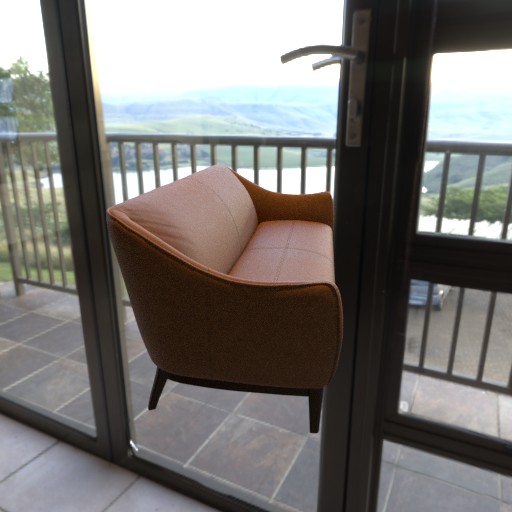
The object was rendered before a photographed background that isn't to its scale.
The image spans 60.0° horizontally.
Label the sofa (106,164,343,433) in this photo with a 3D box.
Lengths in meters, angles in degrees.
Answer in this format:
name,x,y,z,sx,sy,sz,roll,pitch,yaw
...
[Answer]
name,x,y,z,sx,sy,sz,roll,pitch,yaw
sofa,0.000,0.000,2.421,0.869,0.830,1.928,3,17,8
